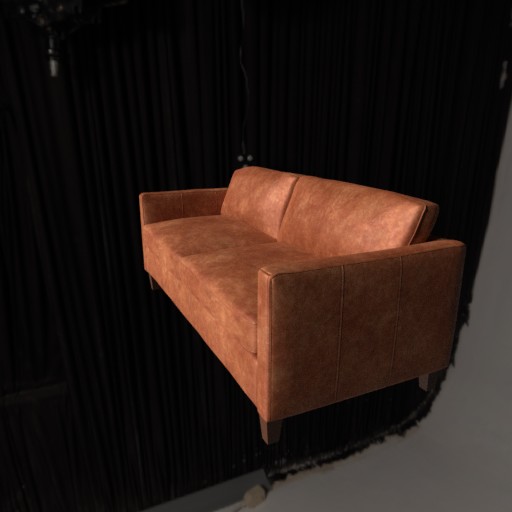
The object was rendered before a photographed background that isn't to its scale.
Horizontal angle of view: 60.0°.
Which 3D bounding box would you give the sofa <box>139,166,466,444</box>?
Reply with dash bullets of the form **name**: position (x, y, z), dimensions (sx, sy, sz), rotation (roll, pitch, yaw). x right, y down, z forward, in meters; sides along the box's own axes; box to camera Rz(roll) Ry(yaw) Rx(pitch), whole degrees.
- **sofa**: position (0.000, 0.000, 2.457), dimensions (0.923, 0.863, 1.971), rotation (-8, 18, -25)
